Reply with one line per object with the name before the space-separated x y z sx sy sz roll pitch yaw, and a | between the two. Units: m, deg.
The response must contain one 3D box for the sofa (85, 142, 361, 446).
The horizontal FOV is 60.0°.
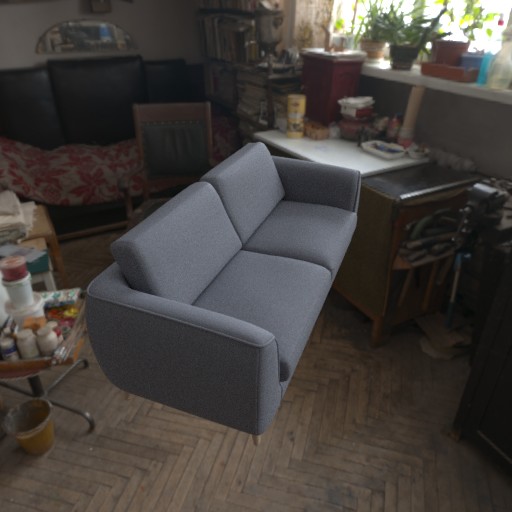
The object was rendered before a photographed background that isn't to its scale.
sofa | 0.000 0.000 2.636 0.920 0.870 2.000 12 33 18
